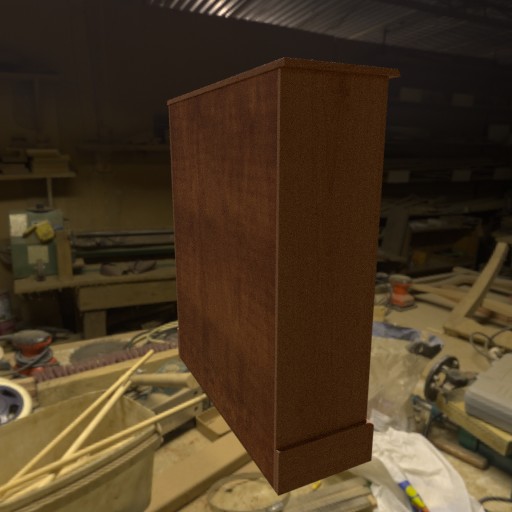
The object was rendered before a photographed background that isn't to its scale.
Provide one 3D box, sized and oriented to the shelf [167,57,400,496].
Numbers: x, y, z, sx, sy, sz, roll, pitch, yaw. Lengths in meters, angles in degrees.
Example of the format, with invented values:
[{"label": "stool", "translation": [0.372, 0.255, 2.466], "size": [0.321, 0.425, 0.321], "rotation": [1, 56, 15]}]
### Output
[{"label": "shelf", "translation": [0.000, 0.000, 1.379], "size": [0.291, 0.980, 0.840], "rotation": [-6, 15, -25]}]
